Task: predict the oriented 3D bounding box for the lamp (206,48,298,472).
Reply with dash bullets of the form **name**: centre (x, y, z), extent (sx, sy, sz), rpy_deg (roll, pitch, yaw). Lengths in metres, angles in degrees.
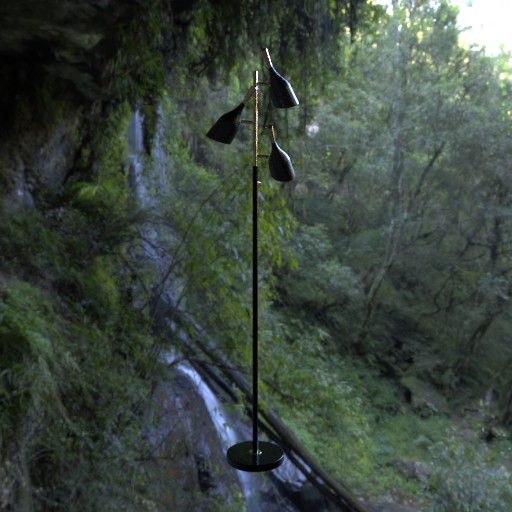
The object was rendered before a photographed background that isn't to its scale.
- **lamp**: centre (0.000, 0.000, 1.949), extent (0.434, 1.778, 0.253), rpy_deg (0, 0, -19)
